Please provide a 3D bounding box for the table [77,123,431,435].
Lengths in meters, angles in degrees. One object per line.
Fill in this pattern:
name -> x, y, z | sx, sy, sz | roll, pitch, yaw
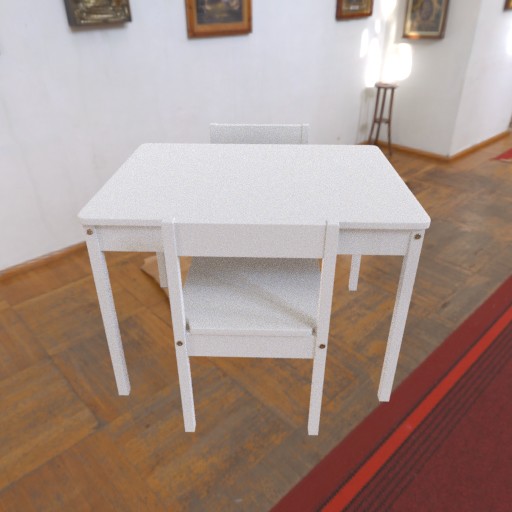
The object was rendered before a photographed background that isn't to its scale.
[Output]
table -> 0.000, 0.000, 1.119 | 0.650, 0.503, 0.672 | 1, 30, 2
